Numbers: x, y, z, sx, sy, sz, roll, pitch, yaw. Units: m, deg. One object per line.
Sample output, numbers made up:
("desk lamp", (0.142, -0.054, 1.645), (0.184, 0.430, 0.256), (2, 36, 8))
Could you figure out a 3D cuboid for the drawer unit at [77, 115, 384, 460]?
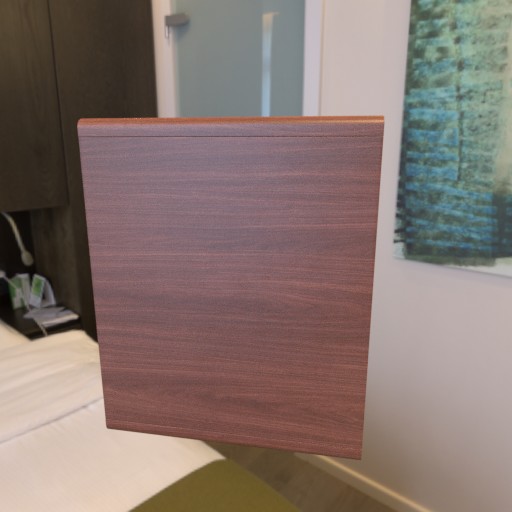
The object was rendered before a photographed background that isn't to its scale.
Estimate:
("drawer unit", (0.000, 0.000, 0.615), (0.290, 0.351, 0.349), (3, 15, 10))
